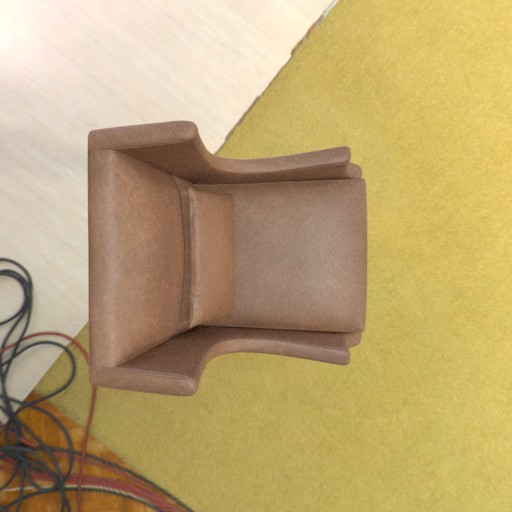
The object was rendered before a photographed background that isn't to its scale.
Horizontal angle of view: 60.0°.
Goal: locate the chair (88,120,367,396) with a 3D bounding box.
[{"bbox_3d":[0.000,0.000,1.712,0.913,1.088,0.815,0,91,1],"label":"chair"}]
